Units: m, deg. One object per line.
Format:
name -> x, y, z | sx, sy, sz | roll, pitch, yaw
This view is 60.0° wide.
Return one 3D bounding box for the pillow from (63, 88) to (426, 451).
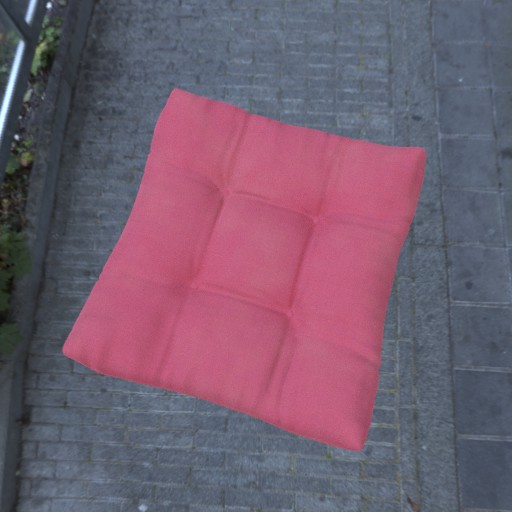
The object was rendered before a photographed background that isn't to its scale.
pillow -> 0.000, 0.000, 0.726 | 0.468, 0.128, 0.490 | 16, 75, 4
